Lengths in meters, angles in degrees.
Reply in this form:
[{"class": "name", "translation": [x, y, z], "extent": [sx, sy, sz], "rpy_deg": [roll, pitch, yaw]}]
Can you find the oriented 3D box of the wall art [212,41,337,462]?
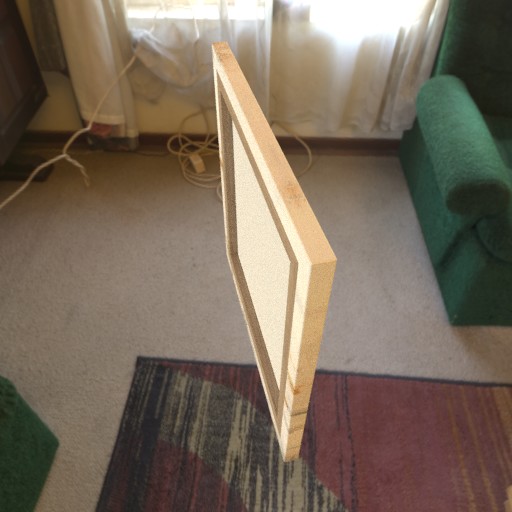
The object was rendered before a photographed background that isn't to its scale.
[{"class": "wall art", "translation": [0.000, 0.000, 1.111], "extent": [0.038, 0.755, 0.753], "rpy_deg": [-10, 48, -9]}]
